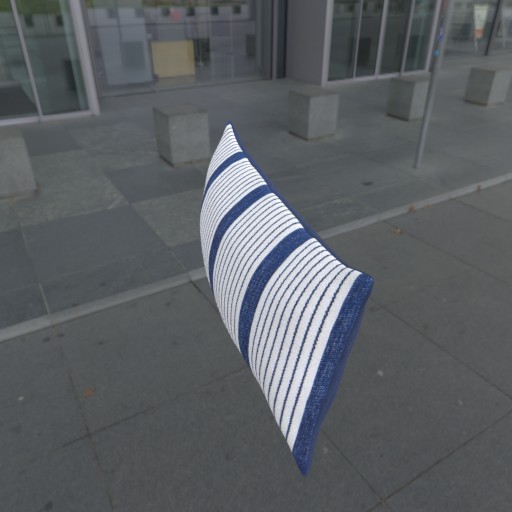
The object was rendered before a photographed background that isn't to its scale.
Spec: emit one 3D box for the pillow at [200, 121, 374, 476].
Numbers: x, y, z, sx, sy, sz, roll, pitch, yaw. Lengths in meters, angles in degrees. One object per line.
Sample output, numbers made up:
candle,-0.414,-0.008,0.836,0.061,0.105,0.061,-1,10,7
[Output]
pillow,0.000,0.000,0.736,0.156,0.292,0.608,-8,32,-14
